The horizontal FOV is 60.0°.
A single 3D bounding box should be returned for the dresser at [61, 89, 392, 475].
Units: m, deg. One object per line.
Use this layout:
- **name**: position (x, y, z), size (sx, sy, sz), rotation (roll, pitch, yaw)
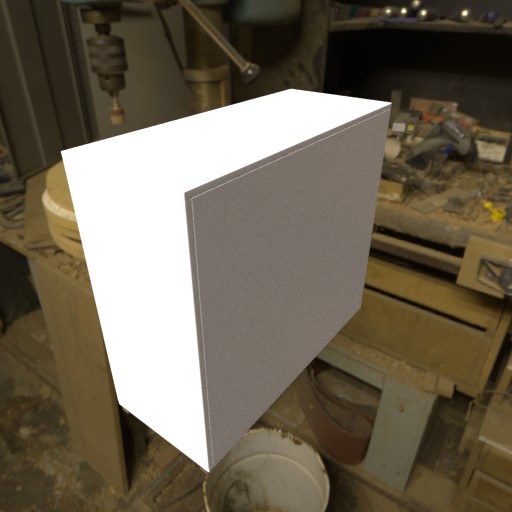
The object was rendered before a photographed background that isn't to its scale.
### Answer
- **dresser**: position (0.000, 0.000, 1.684), size (0.460, 1.000, 1.100), rotation (21, 37, 31)
